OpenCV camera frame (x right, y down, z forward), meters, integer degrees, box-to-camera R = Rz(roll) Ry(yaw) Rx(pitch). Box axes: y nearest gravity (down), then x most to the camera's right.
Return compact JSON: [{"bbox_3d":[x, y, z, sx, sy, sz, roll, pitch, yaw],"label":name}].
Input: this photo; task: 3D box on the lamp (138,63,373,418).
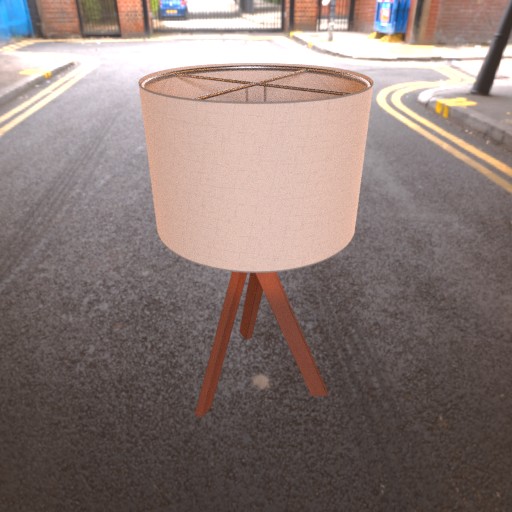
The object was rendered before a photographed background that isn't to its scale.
[{"bbox_3d":[0.000,0.000,0.909,0.380,0.686,0.380,19,35,28],"label":"lamp"}]
